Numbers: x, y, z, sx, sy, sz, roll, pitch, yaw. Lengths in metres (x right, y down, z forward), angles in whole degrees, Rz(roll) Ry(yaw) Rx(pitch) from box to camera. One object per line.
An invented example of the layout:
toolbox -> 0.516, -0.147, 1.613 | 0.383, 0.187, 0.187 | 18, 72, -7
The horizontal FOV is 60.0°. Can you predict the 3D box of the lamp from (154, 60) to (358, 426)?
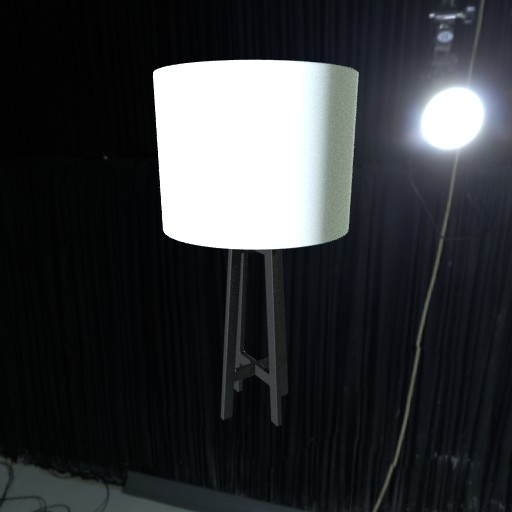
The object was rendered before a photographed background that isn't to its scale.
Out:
lamp -> 0.000, 0.000, 0.635 | 0.257, 0.489, 0.257 | 3, 16, 10
